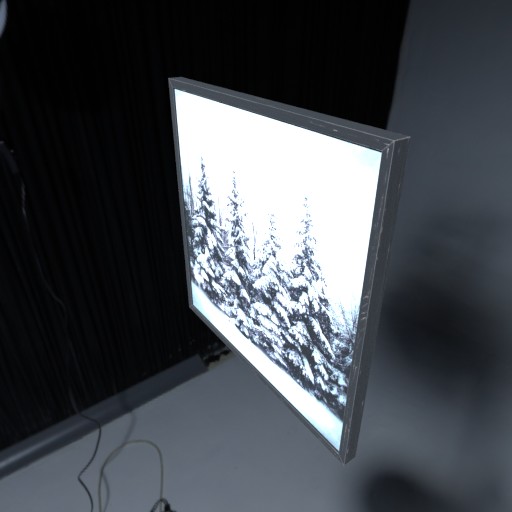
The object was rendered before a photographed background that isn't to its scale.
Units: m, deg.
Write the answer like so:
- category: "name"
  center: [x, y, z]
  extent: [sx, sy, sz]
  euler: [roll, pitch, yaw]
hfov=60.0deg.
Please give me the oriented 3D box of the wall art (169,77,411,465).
- category: "wall art"
  center: [0.000, 0.000, 1.123]
  extent: [0.037, 0.761, 0.761]
  euler: [-19, 35, -30]
